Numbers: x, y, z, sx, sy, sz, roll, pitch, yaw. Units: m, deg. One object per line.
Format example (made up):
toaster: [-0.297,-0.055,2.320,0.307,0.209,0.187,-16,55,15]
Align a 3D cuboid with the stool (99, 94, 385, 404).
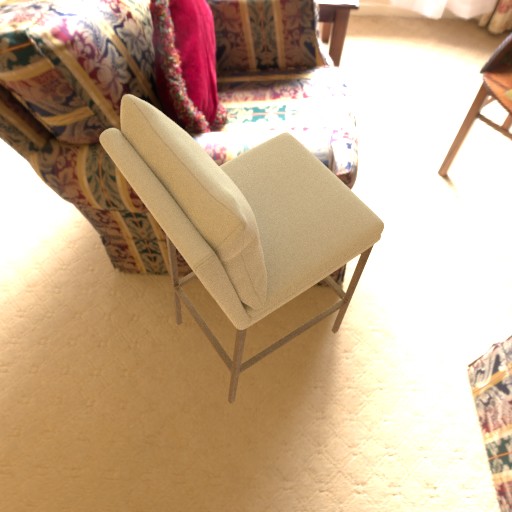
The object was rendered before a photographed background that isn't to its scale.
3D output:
stool: [0.000,0.000,1.397,0.572,1.125,0.463,-31,63,-18]
